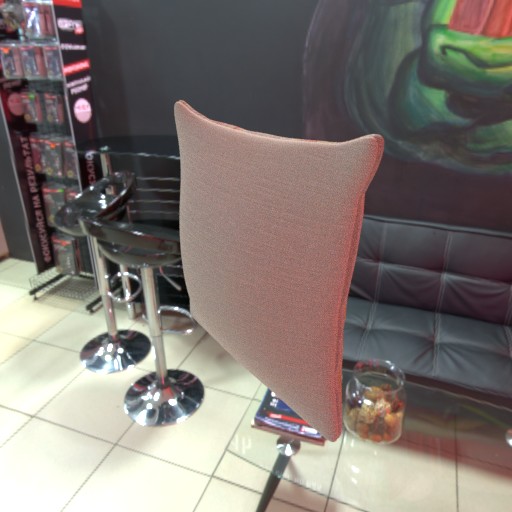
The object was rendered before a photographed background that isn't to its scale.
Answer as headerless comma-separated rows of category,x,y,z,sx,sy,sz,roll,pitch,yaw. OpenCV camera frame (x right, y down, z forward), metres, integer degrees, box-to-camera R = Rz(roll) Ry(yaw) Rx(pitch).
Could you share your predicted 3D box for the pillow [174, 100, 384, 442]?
pillow,0.000,0.000,0.717,0.191,0.449,0.451,-18,31,-32
